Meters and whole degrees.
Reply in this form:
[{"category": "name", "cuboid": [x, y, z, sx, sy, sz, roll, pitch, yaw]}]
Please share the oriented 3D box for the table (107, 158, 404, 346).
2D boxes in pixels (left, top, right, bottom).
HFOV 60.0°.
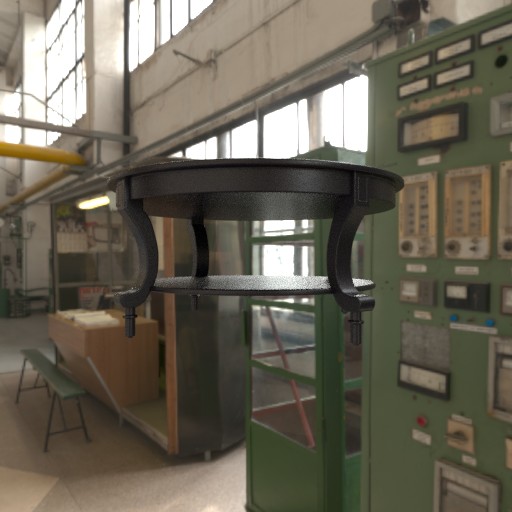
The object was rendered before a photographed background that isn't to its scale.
[{"category": "table", "cuboid": [0.000, 0.000, 1.608, 1.029, 0.491, 1.029, 0, 0, 0]}]
